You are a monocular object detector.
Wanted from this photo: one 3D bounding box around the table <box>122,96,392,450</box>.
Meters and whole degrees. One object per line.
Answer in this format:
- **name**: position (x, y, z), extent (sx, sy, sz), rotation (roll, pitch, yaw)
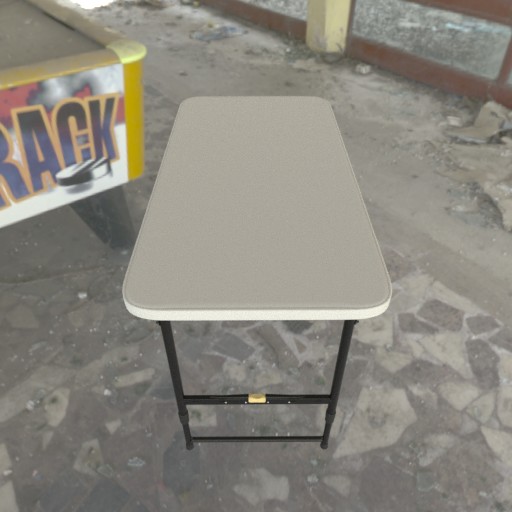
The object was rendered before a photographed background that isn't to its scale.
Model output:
- **table**: position (0.000, 0.000, 1.641), extent (0.610, 0.737, 1.219), rotation (0, 40, 0)
